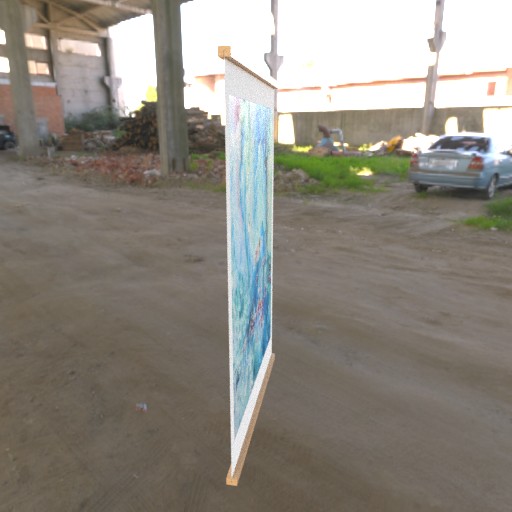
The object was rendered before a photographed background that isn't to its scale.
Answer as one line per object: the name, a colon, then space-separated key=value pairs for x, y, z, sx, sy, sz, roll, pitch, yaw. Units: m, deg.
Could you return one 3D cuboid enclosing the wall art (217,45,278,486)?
wall art: x=0.000 y=0.000 z=1.302 sx=0.027 sy=1.020 sz=0.669 roll=3 pitch=16 yaw=10
